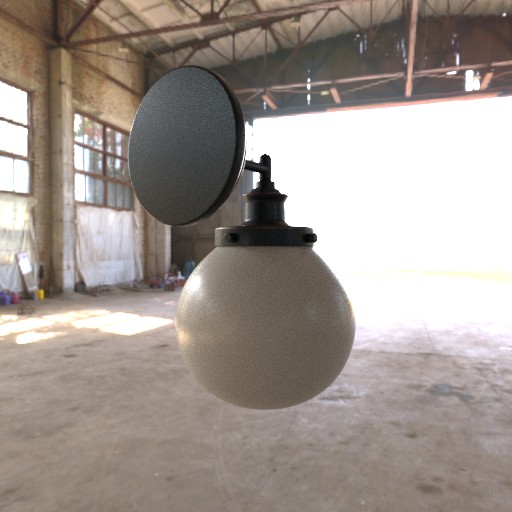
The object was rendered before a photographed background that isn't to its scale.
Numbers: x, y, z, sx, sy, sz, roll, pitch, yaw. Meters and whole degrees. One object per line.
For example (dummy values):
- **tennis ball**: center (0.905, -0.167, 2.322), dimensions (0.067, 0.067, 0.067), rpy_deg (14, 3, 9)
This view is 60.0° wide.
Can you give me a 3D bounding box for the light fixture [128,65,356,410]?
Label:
- **light fixture**: center (0.000, 0.000, 0.480), dimensions (0.197, 0.332, 0.230), rpy_deg (1, 1, 37)
